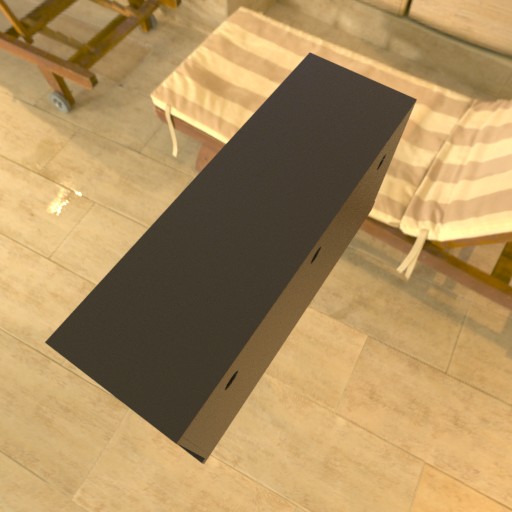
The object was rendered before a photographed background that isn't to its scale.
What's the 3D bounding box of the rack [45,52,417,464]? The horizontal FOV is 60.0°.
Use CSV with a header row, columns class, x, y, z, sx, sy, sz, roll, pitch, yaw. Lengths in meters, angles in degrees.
class,x,y,z,sx,sy,sz,roll,pitch,yaw
rack,0.000,0.000,1.466,0.399,0.635,1.206,31,67,15
